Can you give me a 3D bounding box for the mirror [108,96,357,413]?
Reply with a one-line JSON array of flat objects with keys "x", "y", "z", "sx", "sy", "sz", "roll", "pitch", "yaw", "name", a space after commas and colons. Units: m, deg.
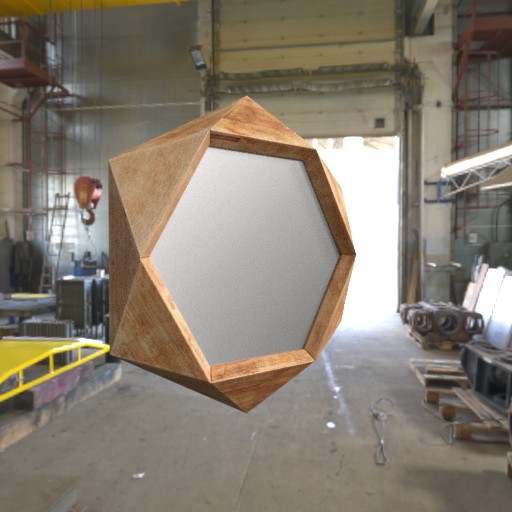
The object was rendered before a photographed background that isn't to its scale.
[{"x": 0.000, "y": 0.000, "z": 1.056, "sx": 0.675, "sy": 0.779, "sz": 0.091, "roll": -1, "pitch": 1, "yaw": -36, "name": "mirror"}]
